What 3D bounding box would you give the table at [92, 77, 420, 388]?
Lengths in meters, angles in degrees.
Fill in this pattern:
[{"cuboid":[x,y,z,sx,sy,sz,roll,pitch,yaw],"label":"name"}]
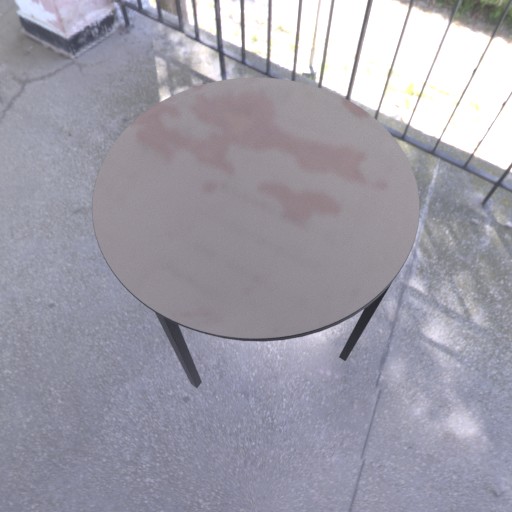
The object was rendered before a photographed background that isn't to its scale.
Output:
[{"cuboid":[0.000,0.000,0.876,0.499,0.443,0.499,0,60,0],"label":"table"}]
